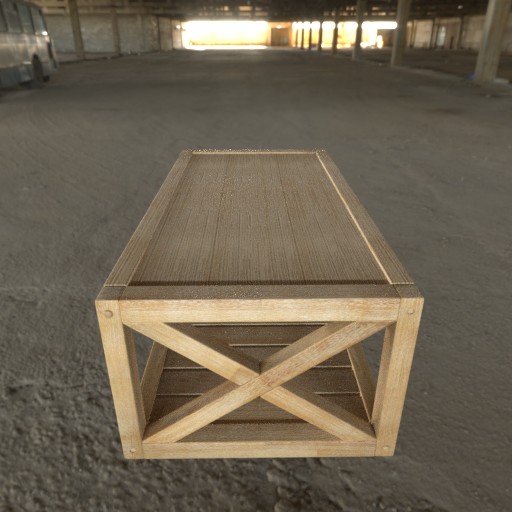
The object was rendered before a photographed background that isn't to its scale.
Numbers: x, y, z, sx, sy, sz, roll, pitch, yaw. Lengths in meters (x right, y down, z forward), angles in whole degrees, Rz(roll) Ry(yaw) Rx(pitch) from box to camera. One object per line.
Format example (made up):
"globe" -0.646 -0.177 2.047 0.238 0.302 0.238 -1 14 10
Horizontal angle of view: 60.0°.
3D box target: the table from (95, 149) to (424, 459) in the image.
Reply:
"table" 0.000 0.000 1.570 0.660 0.457 1.321 0 26 -1
